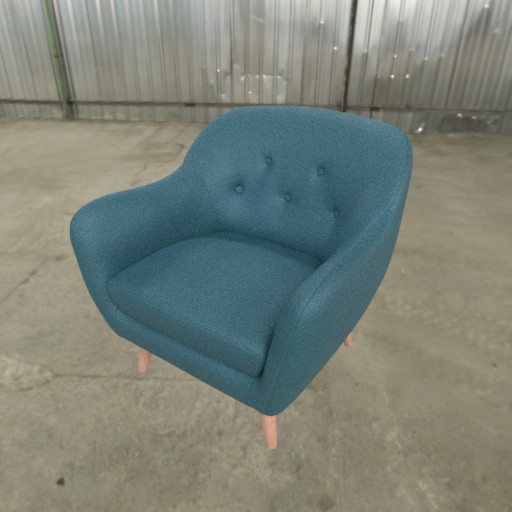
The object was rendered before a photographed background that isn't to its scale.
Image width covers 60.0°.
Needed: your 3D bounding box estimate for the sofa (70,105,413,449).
[{"bbox_3d":[0.000,0.000,1.468,0.836,0.817,0.825,19,34,29],"label":"sofa"}]
